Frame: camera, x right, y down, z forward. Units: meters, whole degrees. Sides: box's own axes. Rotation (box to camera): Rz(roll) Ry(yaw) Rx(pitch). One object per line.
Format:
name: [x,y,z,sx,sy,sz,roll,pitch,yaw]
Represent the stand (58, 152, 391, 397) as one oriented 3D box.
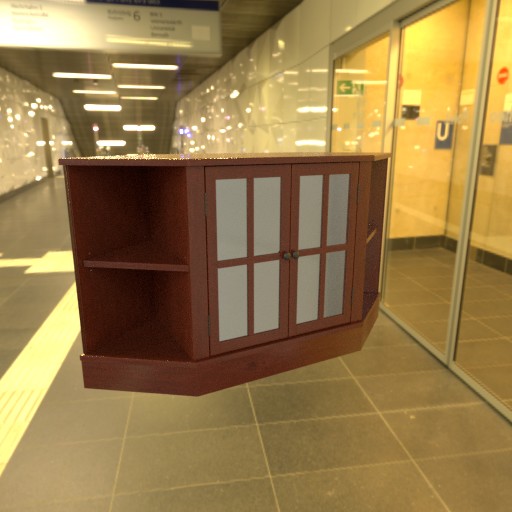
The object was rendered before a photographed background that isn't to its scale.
stand: [0.000,0.000,1.378,1.072,0.614,0.381,-8,17,-27]
